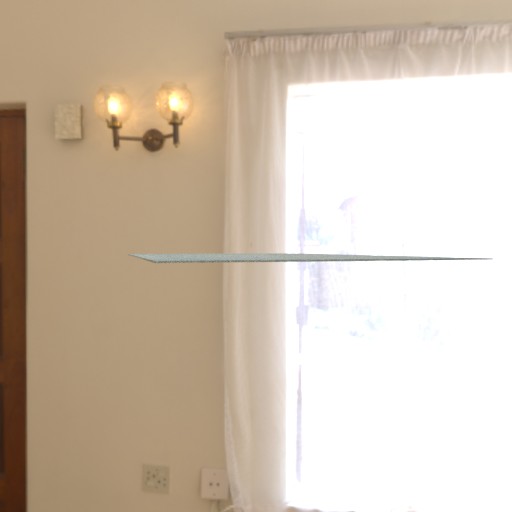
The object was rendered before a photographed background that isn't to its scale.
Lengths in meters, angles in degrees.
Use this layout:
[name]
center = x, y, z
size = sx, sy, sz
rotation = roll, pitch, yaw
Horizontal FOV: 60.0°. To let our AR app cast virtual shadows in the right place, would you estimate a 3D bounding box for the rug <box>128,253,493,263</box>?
[rug]
center = 0.000, 0.000, 2.179
size = 1.142, 0.006, 1.752
rotation = 0, 1, -18
